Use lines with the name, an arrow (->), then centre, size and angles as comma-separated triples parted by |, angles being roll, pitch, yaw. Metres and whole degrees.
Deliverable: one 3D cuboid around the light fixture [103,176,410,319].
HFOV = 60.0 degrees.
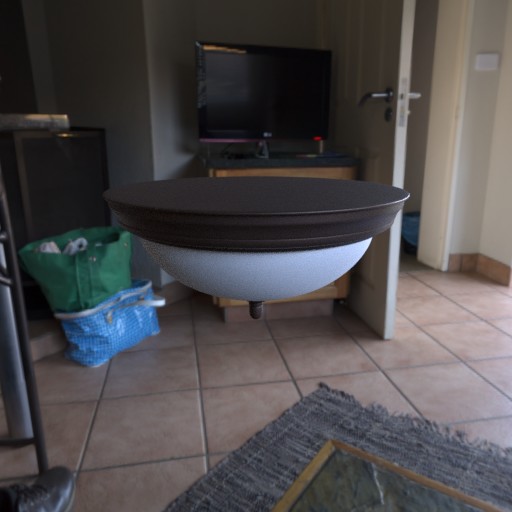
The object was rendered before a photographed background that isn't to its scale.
light fixture -> 0.000, 0.000, 0.442 | 0.280, 0.135, 0.280 | 0, 15, 0
